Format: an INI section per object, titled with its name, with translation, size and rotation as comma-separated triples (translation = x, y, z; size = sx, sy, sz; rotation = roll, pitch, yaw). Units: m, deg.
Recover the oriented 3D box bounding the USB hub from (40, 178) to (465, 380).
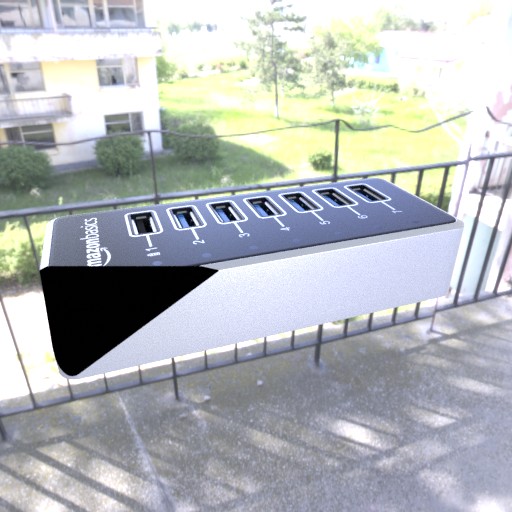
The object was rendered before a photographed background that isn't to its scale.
[USB hub]
translation = 0.000, 0.000, 0.128
size = 0.110, 0.023, 0.044
rotation = -10, 30, -17
